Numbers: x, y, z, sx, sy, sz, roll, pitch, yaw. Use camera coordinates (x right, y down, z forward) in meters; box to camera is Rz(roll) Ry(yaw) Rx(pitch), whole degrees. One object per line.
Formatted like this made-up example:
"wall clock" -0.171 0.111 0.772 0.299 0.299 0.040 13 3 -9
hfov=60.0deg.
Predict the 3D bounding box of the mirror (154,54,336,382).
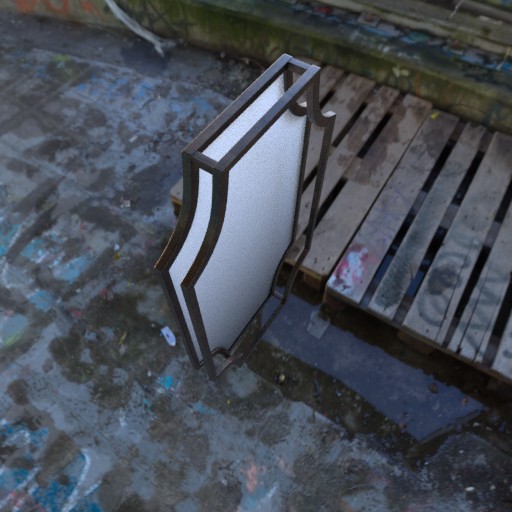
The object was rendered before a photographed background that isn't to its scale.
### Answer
"mirror" 0.000 0.000 0.976 0.066 0.811 0.462 30 63 17
